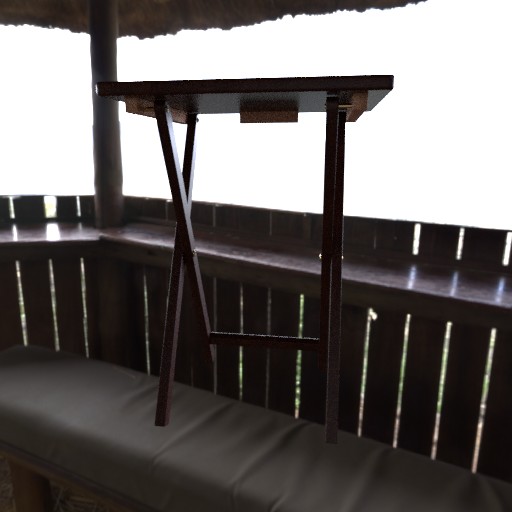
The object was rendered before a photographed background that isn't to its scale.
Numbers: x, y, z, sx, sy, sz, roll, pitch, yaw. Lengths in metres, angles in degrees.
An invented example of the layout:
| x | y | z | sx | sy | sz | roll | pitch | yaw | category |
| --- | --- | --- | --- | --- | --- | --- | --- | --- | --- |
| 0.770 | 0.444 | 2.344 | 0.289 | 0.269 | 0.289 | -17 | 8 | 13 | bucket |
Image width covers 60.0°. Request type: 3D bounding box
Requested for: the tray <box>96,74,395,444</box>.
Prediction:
| x | y | z | sx | sy | sz | roll | pitch | yaw | category |
| --- | --- | --- | --- | --- | --- | --- | --- | --- | --- |
| 0.000 | 0.000 | 0.952 | 0.483 | 0.660 | 0.381 | 2 | 13 | 9 | tray |
